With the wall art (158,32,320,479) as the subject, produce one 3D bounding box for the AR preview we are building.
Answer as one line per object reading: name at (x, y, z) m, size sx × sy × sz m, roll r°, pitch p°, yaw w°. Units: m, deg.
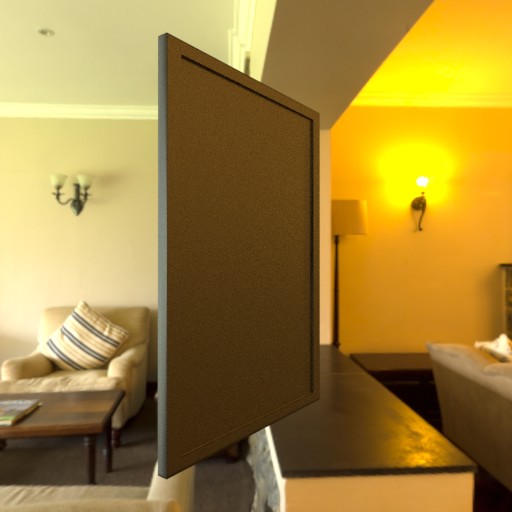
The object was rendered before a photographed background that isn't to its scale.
wall art at (0.000, 0.000, 0.552) m, size 0.013 × 0.431 × 0.303 m, roll 0°, pitch 0°, yaw 37°
